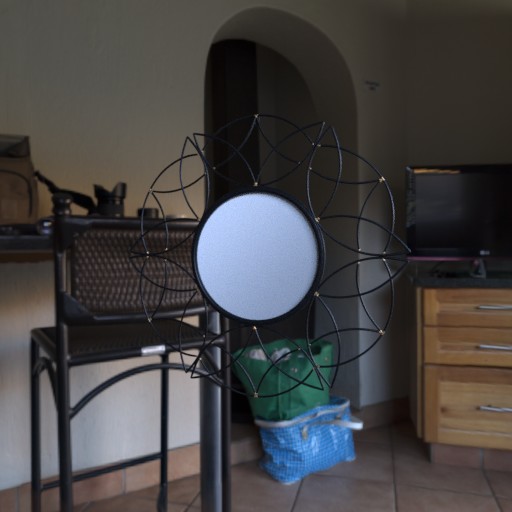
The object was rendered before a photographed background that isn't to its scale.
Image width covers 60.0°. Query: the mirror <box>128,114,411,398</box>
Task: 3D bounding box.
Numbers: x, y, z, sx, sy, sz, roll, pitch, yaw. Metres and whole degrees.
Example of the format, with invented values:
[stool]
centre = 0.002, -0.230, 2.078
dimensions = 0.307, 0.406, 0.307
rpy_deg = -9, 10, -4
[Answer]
[mirror]
centre = 0.000, 0.000, 1.209
dimensions = 0.797, 0.775, 0.028
rpy_deg = 0, 0, 18
